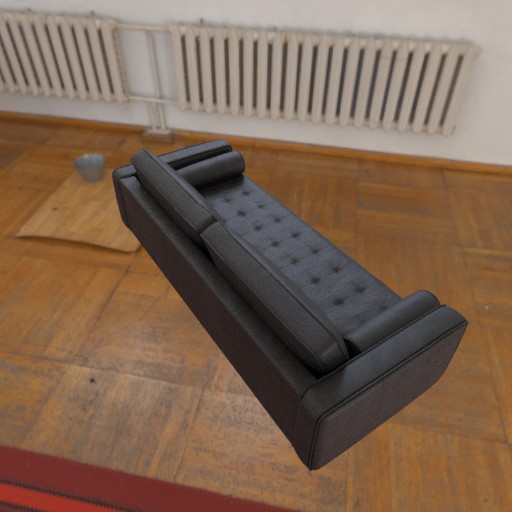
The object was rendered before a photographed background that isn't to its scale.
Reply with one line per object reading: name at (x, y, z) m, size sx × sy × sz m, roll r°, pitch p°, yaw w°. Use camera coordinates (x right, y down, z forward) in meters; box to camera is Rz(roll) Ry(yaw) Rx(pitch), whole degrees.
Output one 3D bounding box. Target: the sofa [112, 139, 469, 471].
sofa at (0.000, 0.000, 2.607) m, size 0.914 × 0.762 × 2.210 m, roll -24°, pitch 46°, yaw -25°
